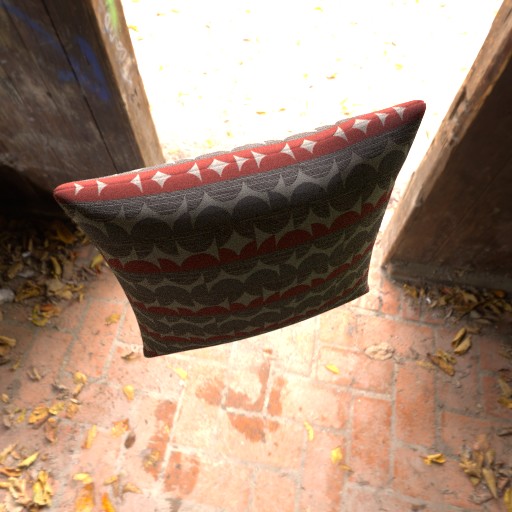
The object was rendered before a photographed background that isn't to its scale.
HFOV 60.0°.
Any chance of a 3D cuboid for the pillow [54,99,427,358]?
[{"bbox_3d":[0.000,0.000,0.632,0.420,0.410,0.180,-16,63,-8],"label":"pillow"}]
